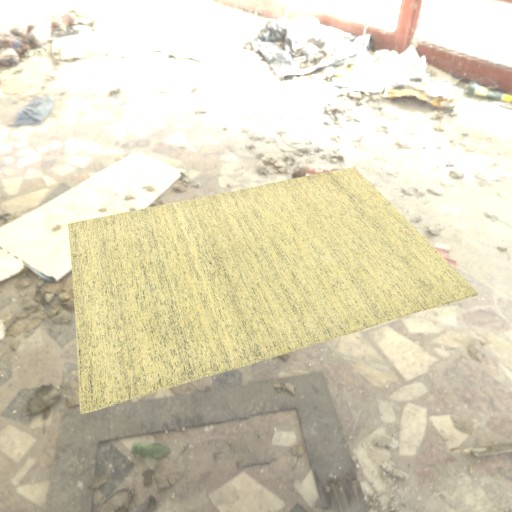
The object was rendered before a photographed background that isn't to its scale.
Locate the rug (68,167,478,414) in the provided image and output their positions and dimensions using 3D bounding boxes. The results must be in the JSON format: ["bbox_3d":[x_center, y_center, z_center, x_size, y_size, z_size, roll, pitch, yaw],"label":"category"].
[{"bbox_3d":[0.000,0.000,2.862,2.263,0.017,1.523,-13,44,-14],"label":"rug"}]
